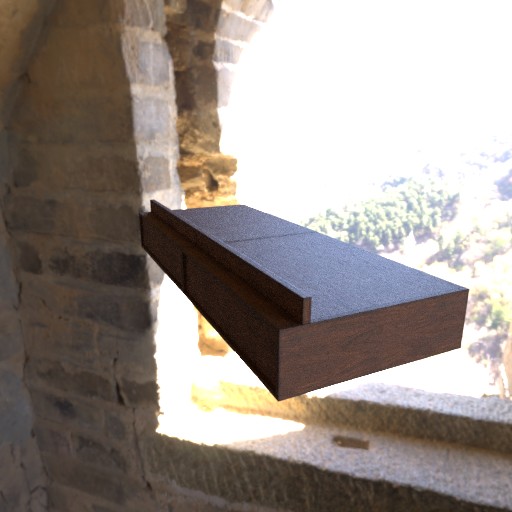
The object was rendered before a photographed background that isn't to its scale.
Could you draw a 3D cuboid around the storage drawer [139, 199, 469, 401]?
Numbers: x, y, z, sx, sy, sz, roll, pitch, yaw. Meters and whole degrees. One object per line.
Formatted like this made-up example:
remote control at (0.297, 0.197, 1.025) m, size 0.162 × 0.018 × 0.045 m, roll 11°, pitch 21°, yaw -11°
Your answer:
storage drawer at (0.000, 0.000, 2.243) m, size 0.774 × 0.339 × 1.914 m, roll -8°, pitch 18°, yaw -24°
